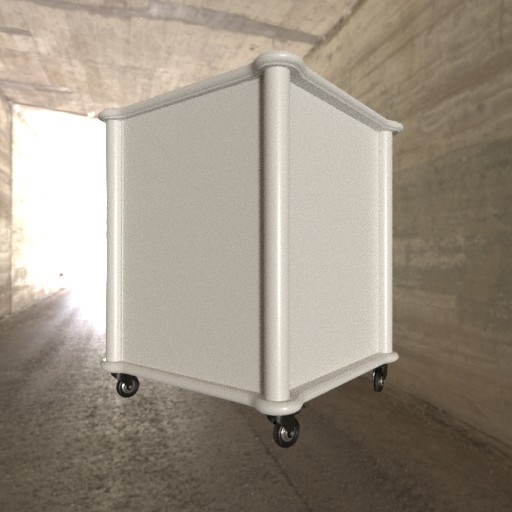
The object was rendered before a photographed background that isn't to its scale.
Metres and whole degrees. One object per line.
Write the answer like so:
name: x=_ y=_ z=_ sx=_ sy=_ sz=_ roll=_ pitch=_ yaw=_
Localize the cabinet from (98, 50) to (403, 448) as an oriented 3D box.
cabinet: x=0.000 y=0.000 z=1.227 sx=0.628 sy=0.761 sz=0.627 roll=0 pitch=0 yaw=38
